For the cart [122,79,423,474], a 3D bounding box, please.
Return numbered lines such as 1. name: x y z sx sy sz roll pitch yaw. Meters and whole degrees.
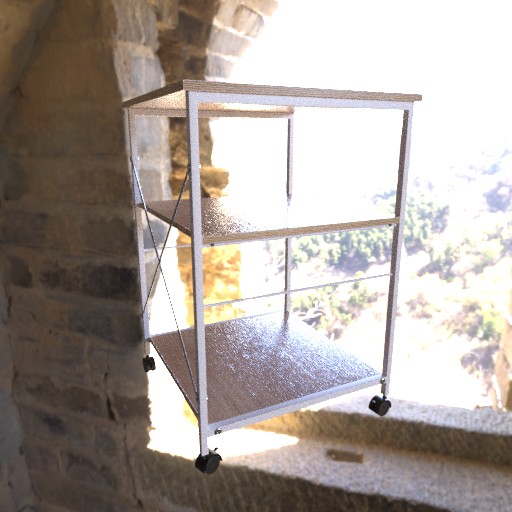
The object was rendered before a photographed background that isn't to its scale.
1. cart: 0.000 0.000 1.135 0.520 0.762 0.521 -7 16 -26
